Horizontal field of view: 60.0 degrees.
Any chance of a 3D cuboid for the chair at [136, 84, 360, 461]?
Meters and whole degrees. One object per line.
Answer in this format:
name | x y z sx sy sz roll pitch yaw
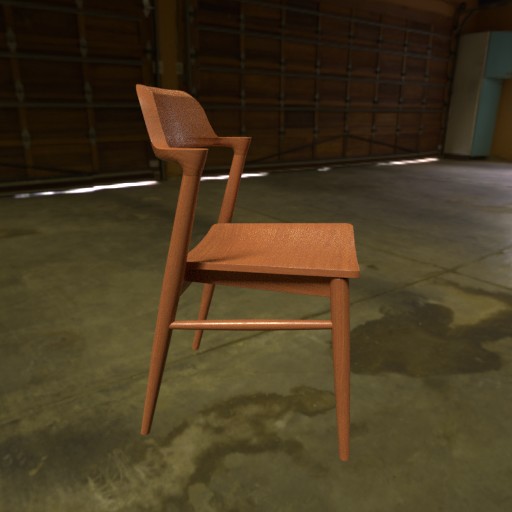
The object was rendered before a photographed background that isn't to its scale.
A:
chair | 0.000 0.000 1.118 0.499 0.801 0.496 3 18 9
